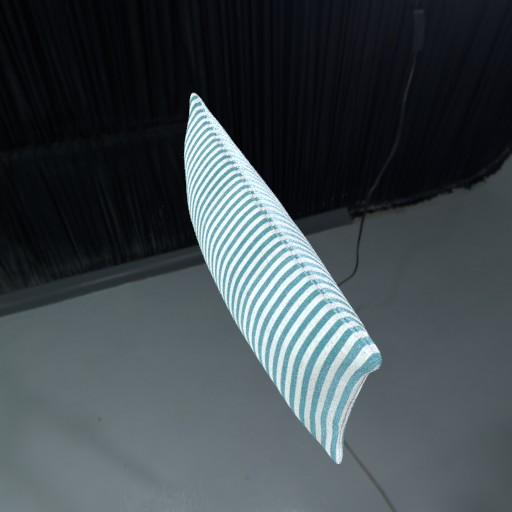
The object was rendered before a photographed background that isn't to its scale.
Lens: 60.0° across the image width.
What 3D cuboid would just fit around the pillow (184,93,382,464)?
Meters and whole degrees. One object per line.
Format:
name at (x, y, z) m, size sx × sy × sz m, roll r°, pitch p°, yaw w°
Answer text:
pillow at (0.000, 0.000, 0.731) m, size 0.151 × 0.295 × 0.617 m, roll -17°, pitch 48°, yaw -16°
